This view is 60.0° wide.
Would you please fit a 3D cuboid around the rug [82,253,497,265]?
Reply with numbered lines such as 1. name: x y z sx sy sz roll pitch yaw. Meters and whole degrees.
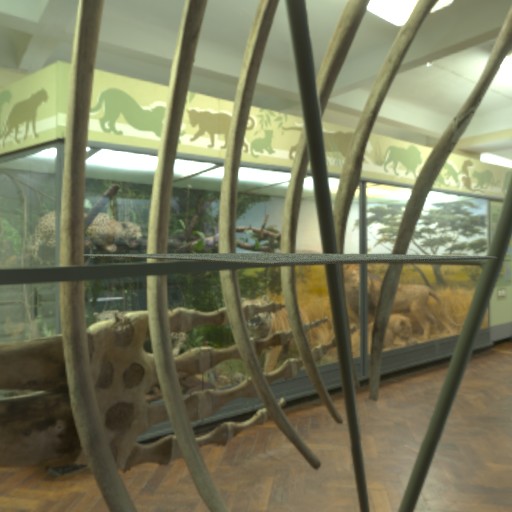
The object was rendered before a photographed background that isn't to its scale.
1. rug: 0.000 0.000 2.266 1.224 0.016 1.830 -1 1 -37
